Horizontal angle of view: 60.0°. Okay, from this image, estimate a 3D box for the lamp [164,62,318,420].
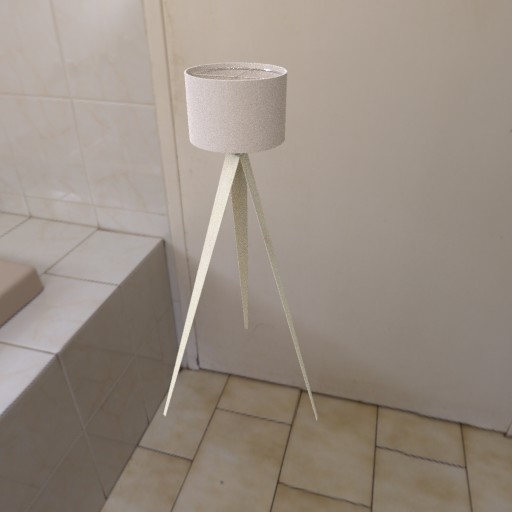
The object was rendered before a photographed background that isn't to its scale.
[{"bbox_3d":[0.000,0.000,1.937,0.716,1.524,0.724,10,33,15],"label":"lamp"}]
